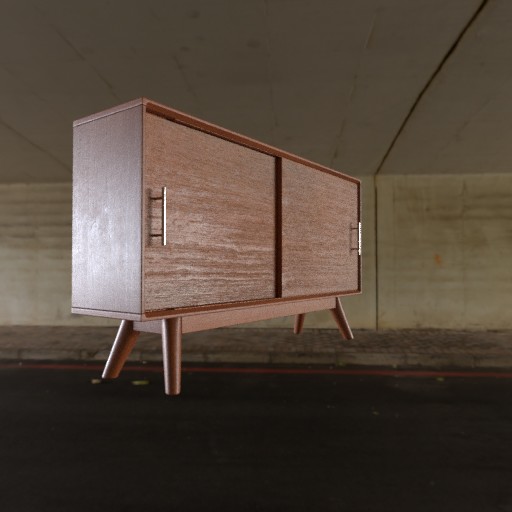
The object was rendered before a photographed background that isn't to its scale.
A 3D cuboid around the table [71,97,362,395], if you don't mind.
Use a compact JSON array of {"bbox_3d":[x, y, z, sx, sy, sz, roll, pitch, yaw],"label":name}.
[{"bbox_3d":[0.000,0.000,1.562,0.308,0.698,1.220,-1,-2,37],"label":"table"}]
